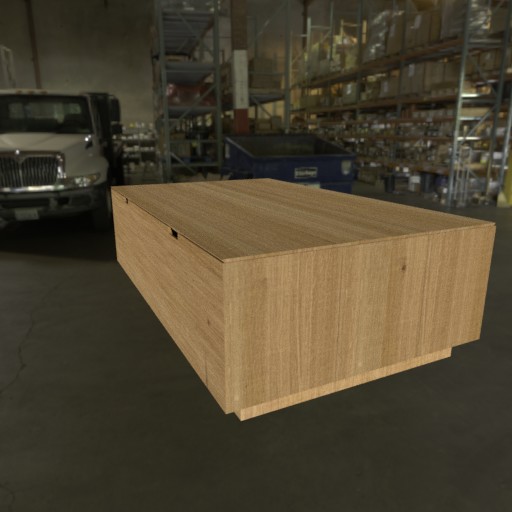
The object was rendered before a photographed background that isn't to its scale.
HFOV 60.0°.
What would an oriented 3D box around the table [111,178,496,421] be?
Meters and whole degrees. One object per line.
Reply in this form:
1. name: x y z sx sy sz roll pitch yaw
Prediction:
1. table: 0.000 0.000 1.396 0.678 0.353 1.110 -8 17 -25
